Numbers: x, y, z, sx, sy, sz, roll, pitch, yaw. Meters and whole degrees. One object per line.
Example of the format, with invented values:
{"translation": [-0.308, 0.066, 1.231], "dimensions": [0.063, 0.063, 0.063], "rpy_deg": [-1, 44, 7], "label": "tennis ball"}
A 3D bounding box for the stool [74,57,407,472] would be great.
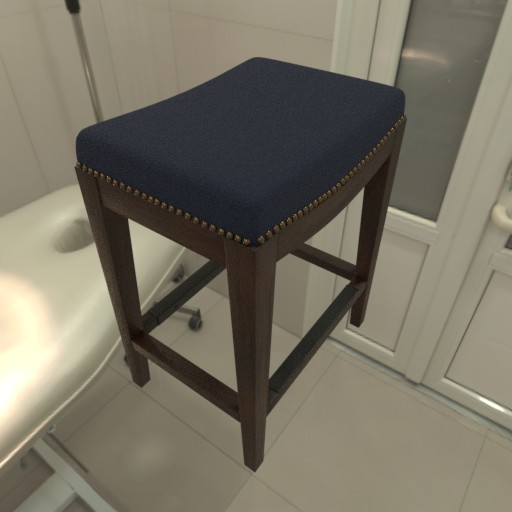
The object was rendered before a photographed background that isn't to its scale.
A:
{"translation": [0.000, 0.000, 0.927], "dimensions": [0.361, 0.642, 0.500], "rpy_deg": [25, 47, 27], "label": "stool"}
